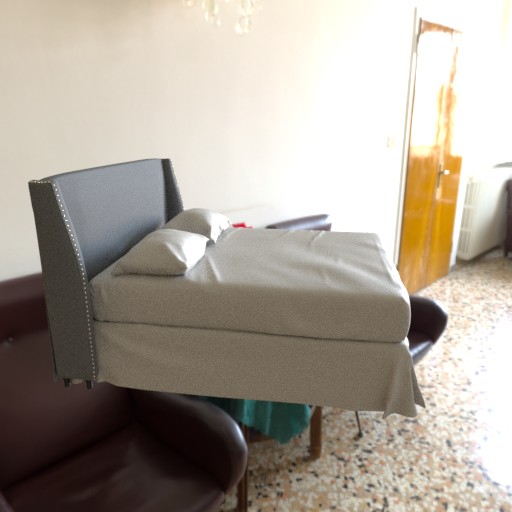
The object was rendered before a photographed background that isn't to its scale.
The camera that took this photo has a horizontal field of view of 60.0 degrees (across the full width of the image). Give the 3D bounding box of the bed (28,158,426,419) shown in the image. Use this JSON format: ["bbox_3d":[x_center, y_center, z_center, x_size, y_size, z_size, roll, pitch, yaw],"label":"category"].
[{"bbox_3d":[0.000,0.000,3.343,2.276,1.332,1.925,3,16,9],"label":"bed"}]
